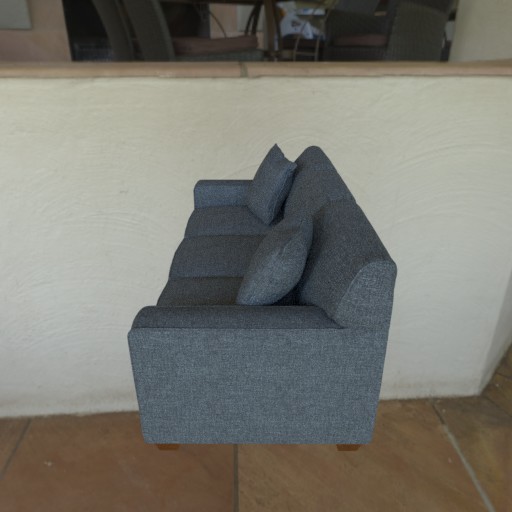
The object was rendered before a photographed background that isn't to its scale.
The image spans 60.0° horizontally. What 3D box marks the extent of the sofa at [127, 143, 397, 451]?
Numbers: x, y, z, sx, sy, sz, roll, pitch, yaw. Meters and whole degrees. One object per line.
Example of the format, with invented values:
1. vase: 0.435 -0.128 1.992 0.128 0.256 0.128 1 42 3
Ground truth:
1. sofa: 0.000 0.000 2.560 0.997 0.958 2.024 0 25 0
